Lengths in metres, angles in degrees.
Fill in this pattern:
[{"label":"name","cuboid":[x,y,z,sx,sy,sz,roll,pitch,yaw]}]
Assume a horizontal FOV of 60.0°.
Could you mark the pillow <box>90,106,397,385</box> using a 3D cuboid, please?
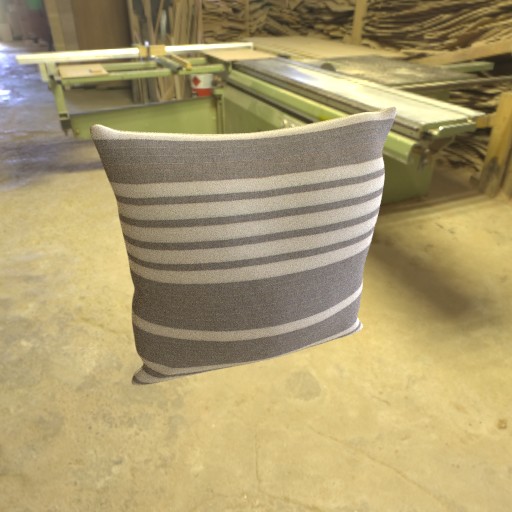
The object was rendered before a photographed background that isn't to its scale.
[{"label":"pillow","cuboid":[0.000,0.000,0.696,0.439,0.440,0.182,-10,32,-16]}]
